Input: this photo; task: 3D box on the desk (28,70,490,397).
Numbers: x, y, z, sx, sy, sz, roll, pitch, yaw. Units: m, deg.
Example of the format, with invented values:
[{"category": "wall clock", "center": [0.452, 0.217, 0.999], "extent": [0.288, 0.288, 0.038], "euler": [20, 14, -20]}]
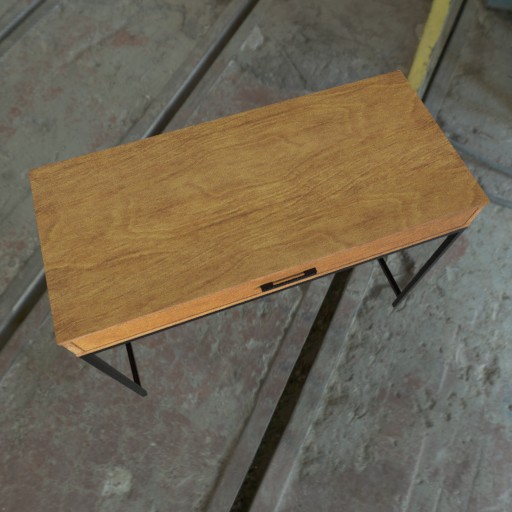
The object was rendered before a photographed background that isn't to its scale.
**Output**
[{"category": "desk", "center": [0.000, 0.000, 1.406], "extent": [1.016, 0.762, 0.470], "euler": [-18, 66, -8]}]
